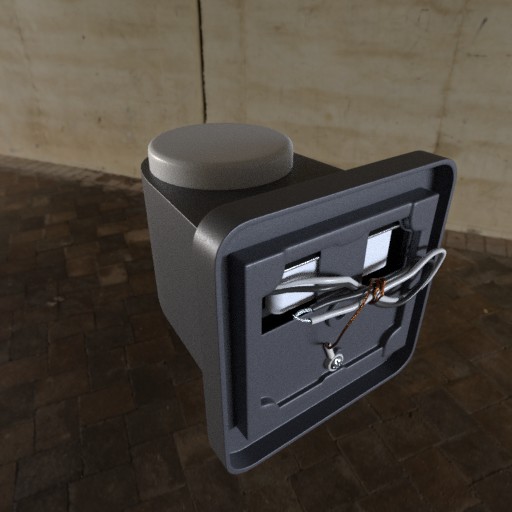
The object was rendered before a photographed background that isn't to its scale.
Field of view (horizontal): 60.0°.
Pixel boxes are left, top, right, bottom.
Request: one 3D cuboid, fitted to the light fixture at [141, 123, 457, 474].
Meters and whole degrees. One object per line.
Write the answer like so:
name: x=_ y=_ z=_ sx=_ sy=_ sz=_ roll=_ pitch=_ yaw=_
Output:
light fixture: x=0.000 y=0.000 z=0.208 sx=0.109 sy=0.109 sz=0.132 roll=-20 pitch=36 yaw=-30
